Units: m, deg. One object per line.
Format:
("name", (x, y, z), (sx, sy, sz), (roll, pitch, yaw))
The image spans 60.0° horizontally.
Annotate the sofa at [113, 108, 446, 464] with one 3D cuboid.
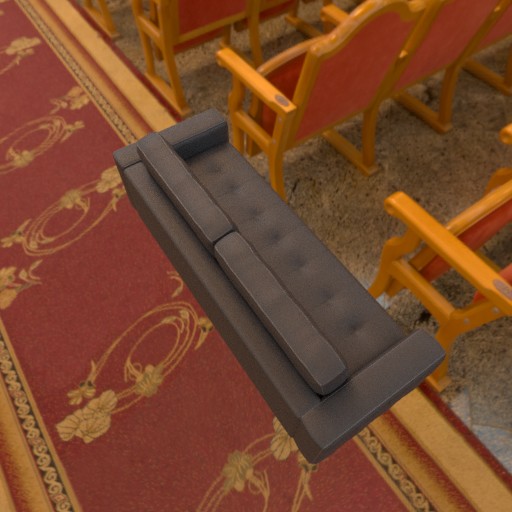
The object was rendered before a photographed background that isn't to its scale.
("sofa", (0.000, 0.000, 2.745), (0.833, 0.893, 2.275), (-30, 62, -18))
